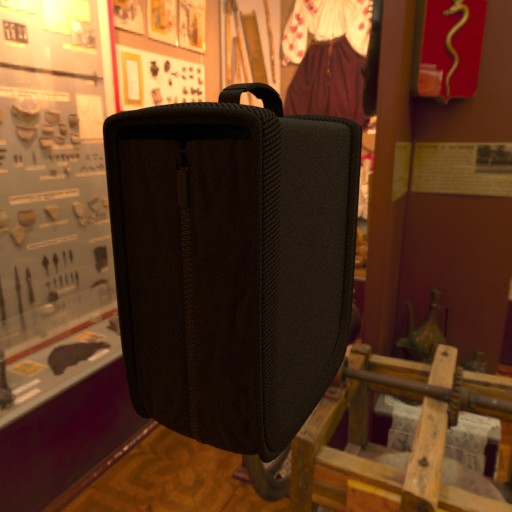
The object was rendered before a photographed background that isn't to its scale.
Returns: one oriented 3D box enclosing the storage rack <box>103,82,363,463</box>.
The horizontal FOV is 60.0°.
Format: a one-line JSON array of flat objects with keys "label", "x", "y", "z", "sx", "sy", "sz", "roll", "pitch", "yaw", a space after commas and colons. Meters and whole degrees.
[{"label": "storage rack", "x": 0.000, "y": 0.000, "z": 0.531, "sx": 0.168, "sy": 0.387, "sz": 0.297, "roll": 8, "pitch": 17, "yaw": 27}]
